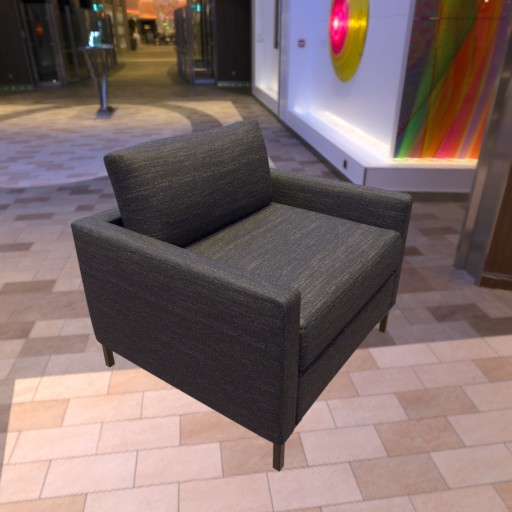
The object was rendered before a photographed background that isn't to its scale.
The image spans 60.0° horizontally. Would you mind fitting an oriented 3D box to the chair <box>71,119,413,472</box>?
[{"bbox_3d":[0.000,0.000,1.664,0.866,0.861,0.963,18,32,31],"label":"chair"}]
